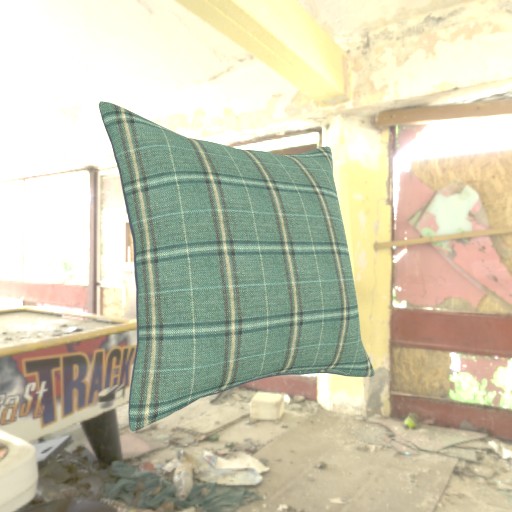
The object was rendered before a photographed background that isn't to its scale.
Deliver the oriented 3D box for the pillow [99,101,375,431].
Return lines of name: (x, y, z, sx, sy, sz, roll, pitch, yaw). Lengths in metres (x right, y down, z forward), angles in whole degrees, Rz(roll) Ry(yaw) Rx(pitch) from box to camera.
pillow: (0.000, 0.000, 0.699, 0.453, 0.430, 0.200, 0, 0, -37)
